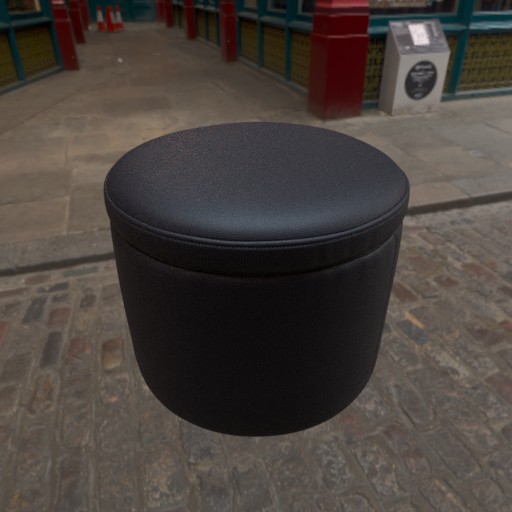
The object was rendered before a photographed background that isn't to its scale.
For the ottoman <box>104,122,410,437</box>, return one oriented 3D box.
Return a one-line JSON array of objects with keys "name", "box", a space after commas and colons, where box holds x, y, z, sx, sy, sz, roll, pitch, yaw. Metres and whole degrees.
[{"name": "ottoman", "box": [0.000, 0.000, 0.835, 0.501, 0.409, 0.501, 0, 32, 0]}]
